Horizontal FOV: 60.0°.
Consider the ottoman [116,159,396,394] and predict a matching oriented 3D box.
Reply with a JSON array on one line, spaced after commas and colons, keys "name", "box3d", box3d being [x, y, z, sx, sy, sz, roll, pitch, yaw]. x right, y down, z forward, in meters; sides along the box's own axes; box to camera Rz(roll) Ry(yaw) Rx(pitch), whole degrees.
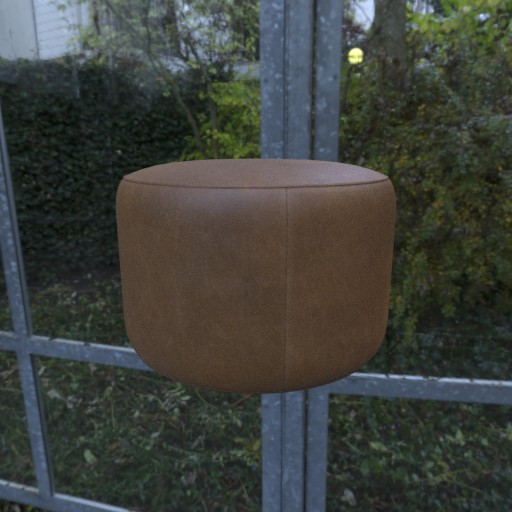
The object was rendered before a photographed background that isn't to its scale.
[{"name": "ottoman", "box3d": [0.000, 0.000, 1.033, 0.607, 0.438, 0.607, 0, 14, 0]}]
